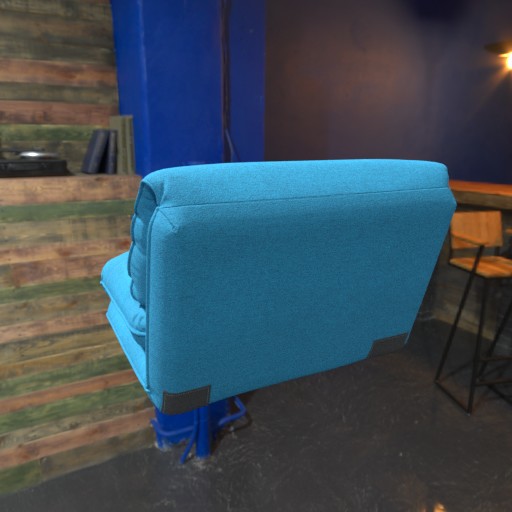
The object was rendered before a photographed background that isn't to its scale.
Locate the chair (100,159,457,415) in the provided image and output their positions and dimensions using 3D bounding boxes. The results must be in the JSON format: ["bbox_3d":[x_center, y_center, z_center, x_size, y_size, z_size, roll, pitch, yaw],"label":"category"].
[{"bbox_3d":[0.000,0.000,1.327,0.820,0.580,0.780,-8,17,-27],"label":"chair"}]
